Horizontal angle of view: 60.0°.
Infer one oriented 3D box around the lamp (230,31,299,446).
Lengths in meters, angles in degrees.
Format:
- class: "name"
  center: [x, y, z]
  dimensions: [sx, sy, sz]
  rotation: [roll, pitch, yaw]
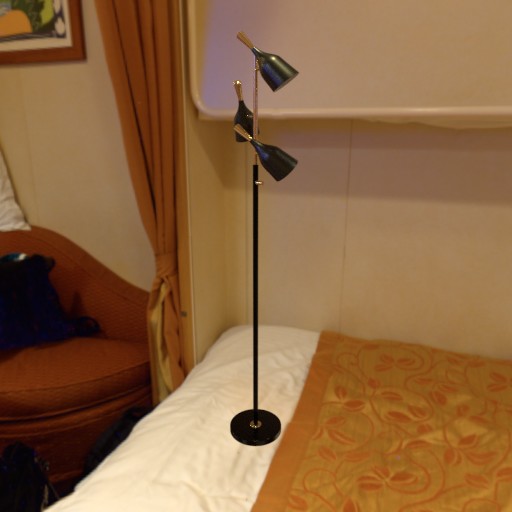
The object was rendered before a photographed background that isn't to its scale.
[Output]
- class: "lamp"
  center: [0.000, 0.000, 1.946]
  dimensions: [0.253, 1.778, 0.434]
  rotation: [-8, 17, -26]
